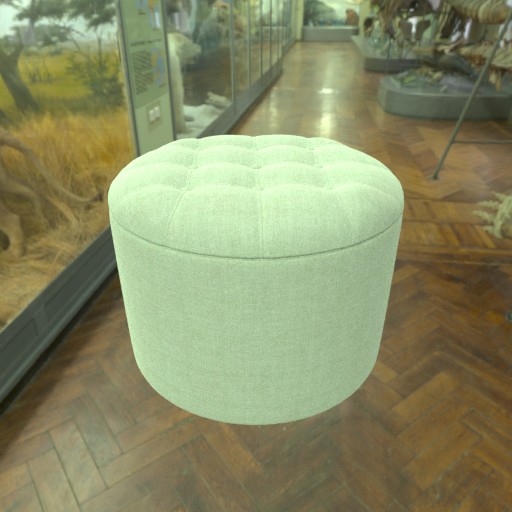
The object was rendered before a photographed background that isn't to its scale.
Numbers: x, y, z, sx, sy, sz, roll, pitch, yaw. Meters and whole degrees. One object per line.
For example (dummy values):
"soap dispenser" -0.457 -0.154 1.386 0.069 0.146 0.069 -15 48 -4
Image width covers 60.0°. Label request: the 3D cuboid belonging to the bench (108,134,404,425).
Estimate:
"bench" 0.000 0.000 1.010 0.600 0.453 0.600 0 29 0
